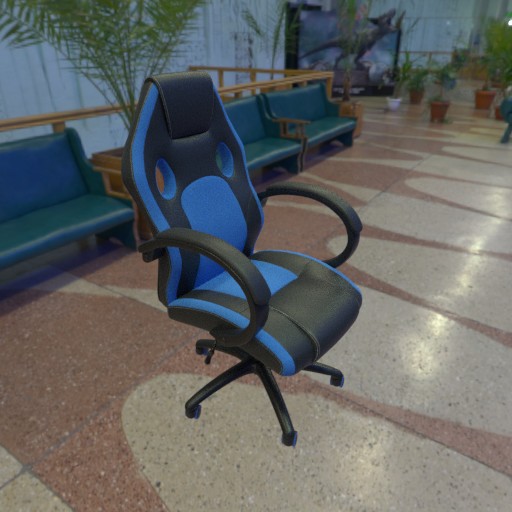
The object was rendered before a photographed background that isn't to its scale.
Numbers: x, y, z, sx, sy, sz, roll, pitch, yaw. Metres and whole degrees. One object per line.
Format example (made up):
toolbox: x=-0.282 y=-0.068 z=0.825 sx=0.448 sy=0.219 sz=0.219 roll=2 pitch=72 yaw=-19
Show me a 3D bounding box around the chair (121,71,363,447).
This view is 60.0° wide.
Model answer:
chair: x=0.000 y=0.000 z=1.576 sx=0.724 sy=1.187 sz=0.673 roll=18 pitch=32 yaw=32
